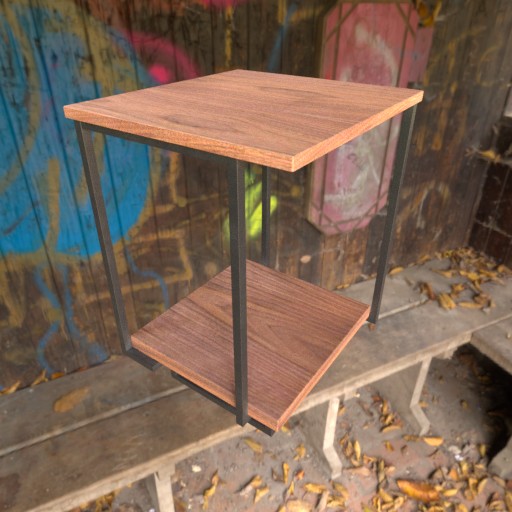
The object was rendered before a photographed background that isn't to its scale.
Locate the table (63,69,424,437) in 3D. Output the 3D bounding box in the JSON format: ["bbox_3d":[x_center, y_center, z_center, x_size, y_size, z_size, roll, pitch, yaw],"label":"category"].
[{"bbox_3d":[0.000,0.000,0.826,0.384,0.567,0.411,20,37,30],"label":"table"}]
